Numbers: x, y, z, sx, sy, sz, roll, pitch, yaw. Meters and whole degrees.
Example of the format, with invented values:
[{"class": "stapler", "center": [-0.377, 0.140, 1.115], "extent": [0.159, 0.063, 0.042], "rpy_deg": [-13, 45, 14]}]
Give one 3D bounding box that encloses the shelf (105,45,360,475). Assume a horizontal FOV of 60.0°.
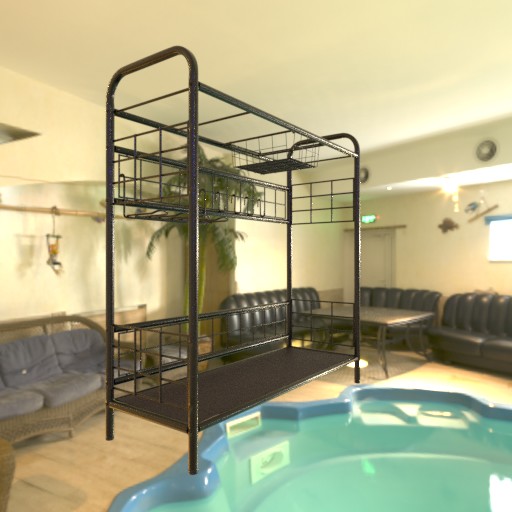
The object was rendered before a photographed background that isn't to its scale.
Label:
[{"class": "shelf", "center": [0.000, 0.000, 1.520], "extent": [0.350, 1.026, 0.961], "rpy_deg": [0, 0, 37]}]
